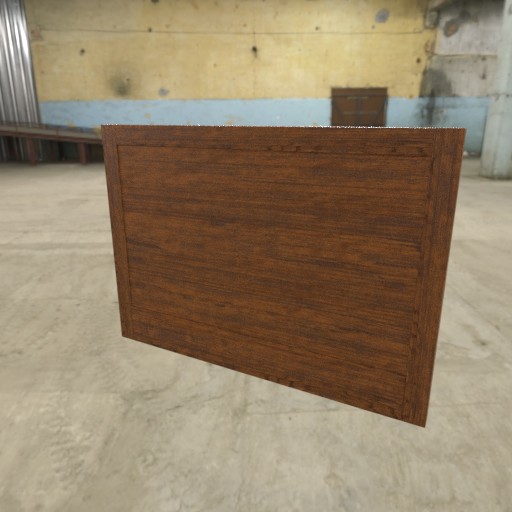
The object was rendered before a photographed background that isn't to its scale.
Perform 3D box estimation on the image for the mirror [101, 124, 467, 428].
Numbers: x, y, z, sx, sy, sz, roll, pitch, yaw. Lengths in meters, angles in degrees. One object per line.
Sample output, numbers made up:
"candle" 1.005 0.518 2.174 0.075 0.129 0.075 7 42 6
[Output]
"mirror" 0.000 0.000 0.950 0.758 0.537 0.084 9 20 27
